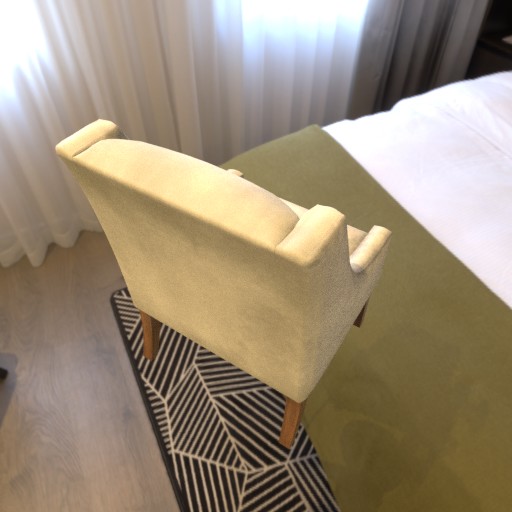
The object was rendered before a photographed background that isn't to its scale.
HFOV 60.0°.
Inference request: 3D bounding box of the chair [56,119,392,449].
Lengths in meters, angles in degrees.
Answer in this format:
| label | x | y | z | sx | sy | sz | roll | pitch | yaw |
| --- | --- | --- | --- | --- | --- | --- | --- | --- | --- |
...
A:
| label | x | y | z | sx | sy | sz | roll | pitch | yaw |
| --- | --- | --- | --- | --- | --- | --- | --- | --- | --- |
| chair | 0.000 | 0.000 | 1.302 | 0.629 | 0.895 | 0.629 | 25 | 51 | 22 |
